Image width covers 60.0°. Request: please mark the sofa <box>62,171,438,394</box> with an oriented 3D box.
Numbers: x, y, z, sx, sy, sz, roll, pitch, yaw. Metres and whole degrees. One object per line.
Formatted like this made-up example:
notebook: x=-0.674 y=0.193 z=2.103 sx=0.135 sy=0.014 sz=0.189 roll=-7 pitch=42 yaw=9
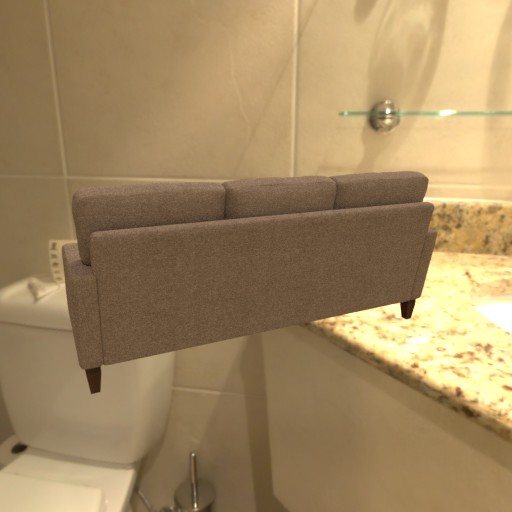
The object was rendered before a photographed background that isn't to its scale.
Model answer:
sofa: x=0.000 y=0.000 z=2.671 sx=2.115 sy=0.984 sz=0.888 roll=-8 pitch=17 yaw=-25
